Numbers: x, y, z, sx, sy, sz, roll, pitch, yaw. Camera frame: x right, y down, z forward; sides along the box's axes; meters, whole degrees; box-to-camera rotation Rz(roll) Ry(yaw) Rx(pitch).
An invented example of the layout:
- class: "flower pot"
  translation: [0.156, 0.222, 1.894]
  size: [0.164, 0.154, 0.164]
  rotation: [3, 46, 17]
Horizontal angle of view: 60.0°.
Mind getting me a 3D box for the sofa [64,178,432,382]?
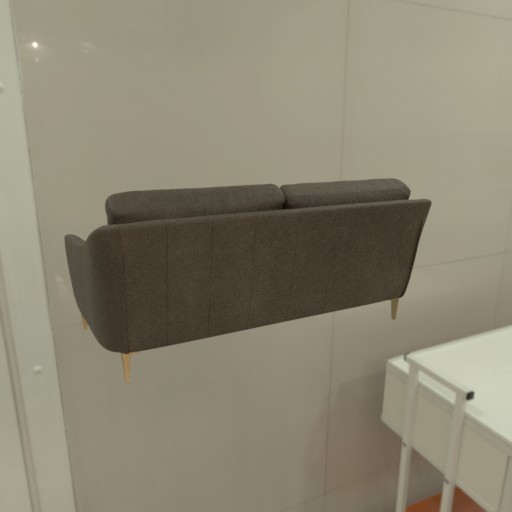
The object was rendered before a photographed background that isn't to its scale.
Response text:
- class: "sofa"
  translation: [0.000, 0.000, 2.644]
  size: [2.036, 0.902, 0.960]
  rotation: [-7, 17, -25]
